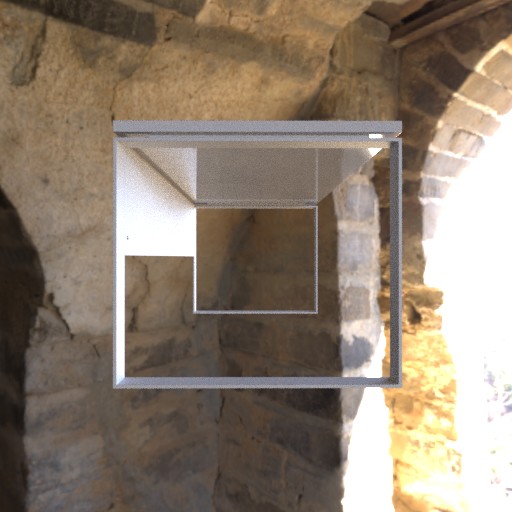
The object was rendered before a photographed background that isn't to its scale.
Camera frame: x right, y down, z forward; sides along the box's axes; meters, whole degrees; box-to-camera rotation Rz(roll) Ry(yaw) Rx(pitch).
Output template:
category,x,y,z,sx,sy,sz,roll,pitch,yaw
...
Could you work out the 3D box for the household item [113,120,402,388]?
category,x,y,z,sx,sy,sz,roll,pitch,yaw
household item,0.000,0.000,2.076,0.800,0.745,1.700,0,0,0
